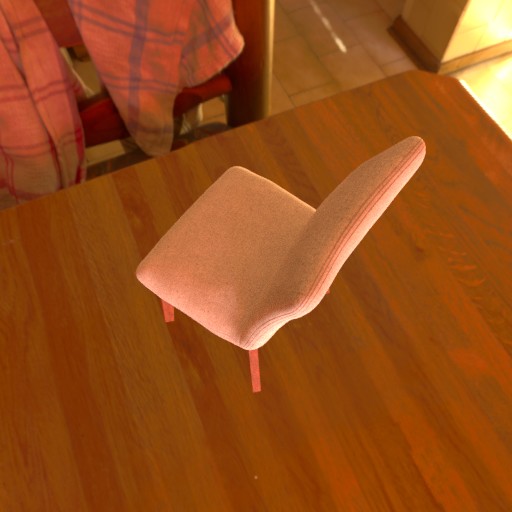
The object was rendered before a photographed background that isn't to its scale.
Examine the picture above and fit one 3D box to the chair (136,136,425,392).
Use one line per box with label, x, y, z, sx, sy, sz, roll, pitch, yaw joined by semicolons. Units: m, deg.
chair;0.000;0.000;1.317;0.563;0.974;0.522;33;68;15
